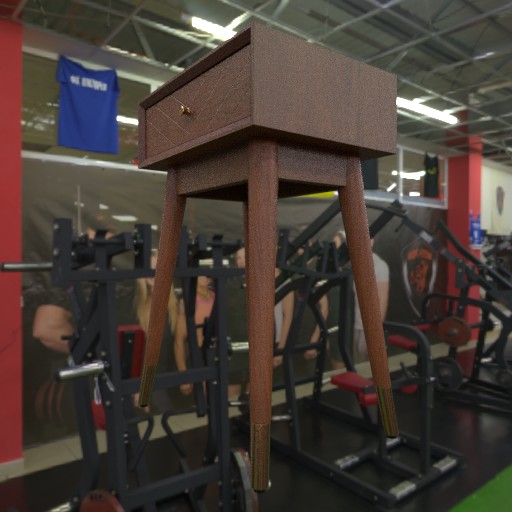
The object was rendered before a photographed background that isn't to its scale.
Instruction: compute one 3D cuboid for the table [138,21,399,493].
[{"bbox_3d":[0.000,0.000,0.803,0.300,0.599,0.406,-1,1,-36],"label":"table"}]
